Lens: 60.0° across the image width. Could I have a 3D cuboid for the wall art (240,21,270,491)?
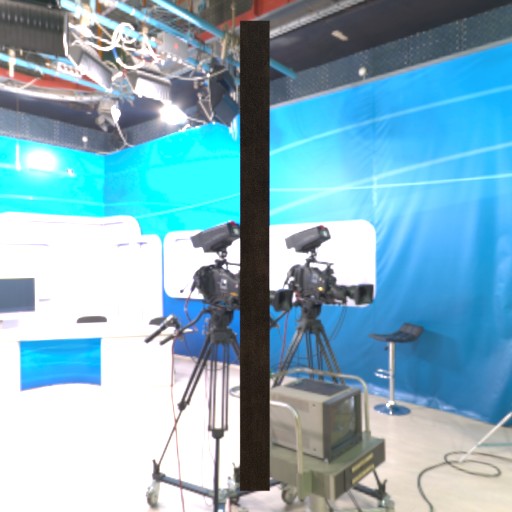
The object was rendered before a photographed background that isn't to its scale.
[{"bbox_3d":[0.000,0.000,0.547,0.027,0.406,0.329,0,0,0],"label":"wall art"}]
